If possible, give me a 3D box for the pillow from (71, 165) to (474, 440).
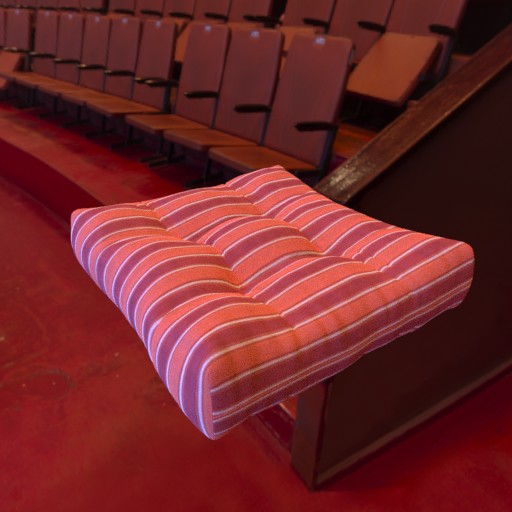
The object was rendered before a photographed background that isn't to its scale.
[{"bbox_3d":[0.000,0.000,0.711,0.468,0.133,0.490,-19,34,-30],"label":"pillow"}]
